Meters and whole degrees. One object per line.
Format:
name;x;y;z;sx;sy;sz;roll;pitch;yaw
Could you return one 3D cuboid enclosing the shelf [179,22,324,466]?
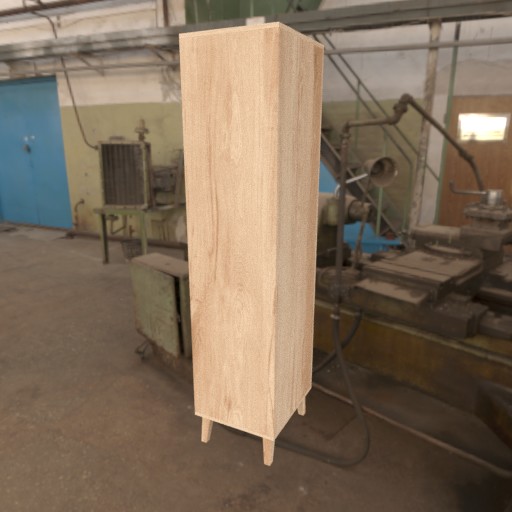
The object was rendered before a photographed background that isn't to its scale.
shelf;0.000;0.000;2.199;0.450;1.960;0.510;8;17;26
